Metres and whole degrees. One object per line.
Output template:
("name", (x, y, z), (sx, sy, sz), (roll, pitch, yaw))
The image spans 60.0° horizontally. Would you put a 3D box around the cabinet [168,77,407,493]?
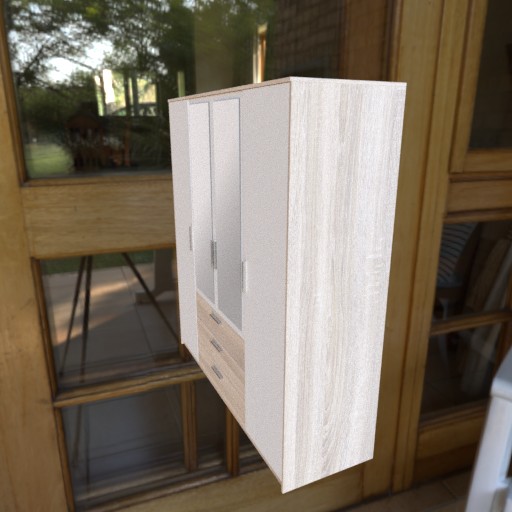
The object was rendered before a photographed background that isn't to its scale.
("cabinet", (0.000, 0.000, 2.984), (0.620, 2.060, 1.870), (-8, 18, -25))
